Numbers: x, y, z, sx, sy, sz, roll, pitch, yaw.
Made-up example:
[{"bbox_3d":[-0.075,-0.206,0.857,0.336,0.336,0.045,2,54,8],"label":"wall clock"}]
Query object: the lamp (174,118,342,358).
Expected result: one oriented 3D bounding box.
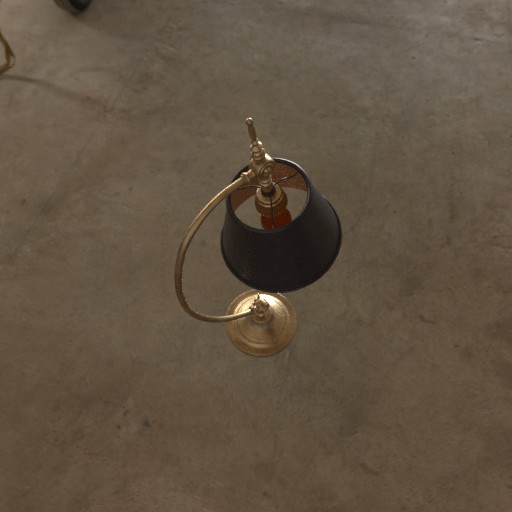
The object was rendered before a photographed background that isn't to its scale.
[{"bbox_3d":[0.000,0.000,0.845,0.344,0.675,0.235,-34,64,-19],"label":"lamp"}]
